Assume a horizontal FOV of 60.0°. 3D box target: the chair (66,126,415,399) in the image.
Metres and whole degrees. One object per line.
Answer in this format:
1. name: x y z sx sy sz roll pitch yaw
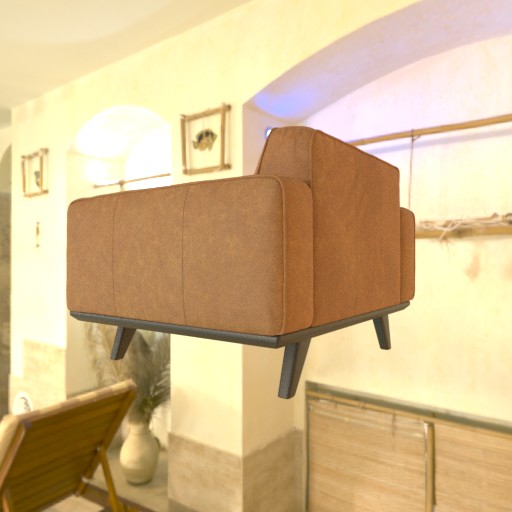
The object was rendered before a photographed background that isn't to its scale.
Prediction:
1. chair: 0.000 0.000 1.772 0.952 0.782 1.118 0 0 36
